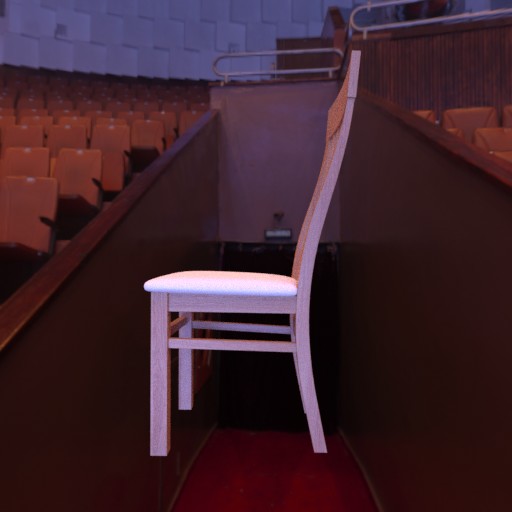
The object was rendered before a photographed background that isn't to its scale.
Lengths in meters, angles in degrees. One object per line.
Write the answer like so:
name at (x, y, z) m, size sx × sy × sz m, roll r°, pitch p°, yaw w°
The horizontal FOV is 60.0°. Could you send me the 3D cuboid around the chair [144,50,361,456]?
chair at (0.000, 0.000, 1.363) m, size 0.580 × 1.050 × 0.450 m, roll 0°, pitch -1°, yaw 2°
